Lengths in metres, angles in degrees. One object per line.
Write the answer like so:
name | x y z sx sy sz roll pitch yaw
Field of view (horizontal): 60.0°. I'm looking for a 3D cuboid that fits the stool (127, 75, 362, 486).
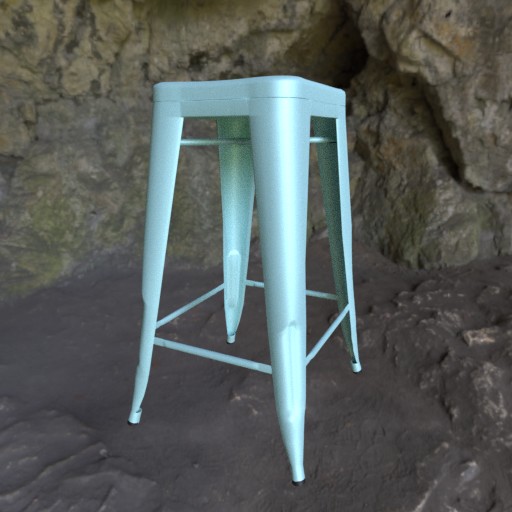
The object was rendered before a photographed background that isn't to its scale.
stool | 0.000 0.000 0.852 0.359 0.609 0.399 7 17 25
